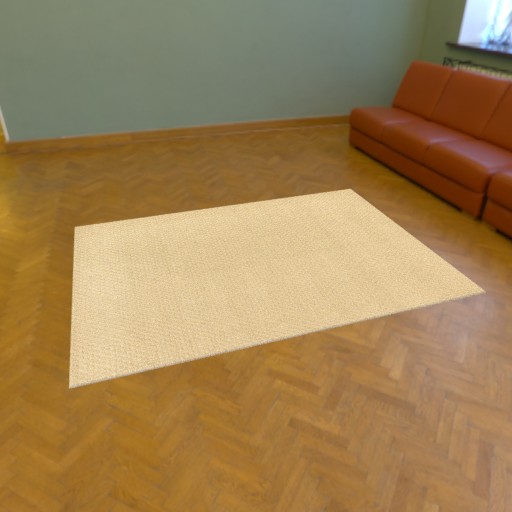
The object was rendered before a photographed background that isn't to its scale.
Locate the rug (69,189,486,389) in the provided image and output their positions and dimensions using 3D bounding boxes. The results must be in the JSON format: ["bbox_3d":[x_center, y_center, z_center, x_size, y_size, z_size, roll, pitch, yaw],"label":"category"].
[{"bbox_3d":[0.000,0.000,2.746,2.144,0.013,1.509,-10,33,-16],"label":"rug"}]
